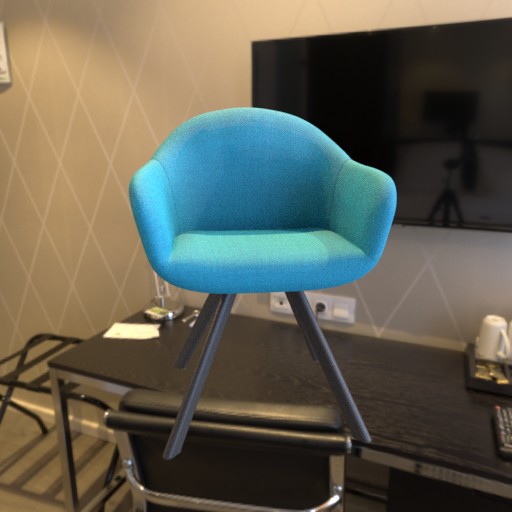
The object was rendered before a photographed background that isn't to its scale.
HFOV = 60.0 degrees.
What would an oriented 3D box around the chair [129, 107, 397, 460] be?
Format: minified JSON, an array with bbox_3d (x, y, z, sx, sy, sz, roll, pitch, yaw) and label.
[{"bbox_3d":[0.000,0.000,1.194,0.590,0.795,0.550,-2,14,-7],"label":"chair"}]
